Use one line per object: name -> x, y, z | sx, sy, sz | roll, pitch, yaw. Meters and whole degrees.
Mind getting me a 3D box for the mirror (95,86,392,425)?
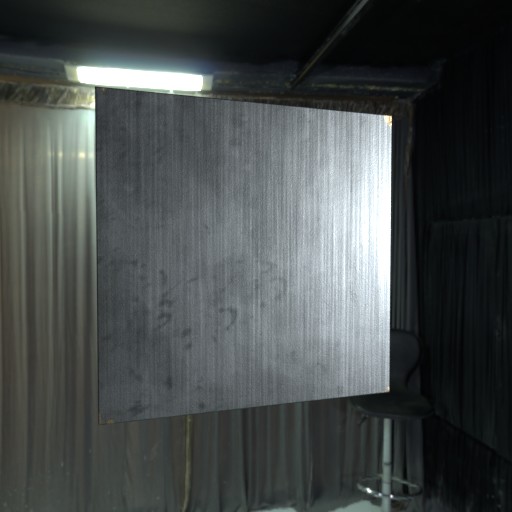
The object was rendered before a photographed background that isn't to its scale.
mirror -> 0.000, 0.000, 0.563 | 0.382, 0.381, 0.020 | 0, 2, -17
